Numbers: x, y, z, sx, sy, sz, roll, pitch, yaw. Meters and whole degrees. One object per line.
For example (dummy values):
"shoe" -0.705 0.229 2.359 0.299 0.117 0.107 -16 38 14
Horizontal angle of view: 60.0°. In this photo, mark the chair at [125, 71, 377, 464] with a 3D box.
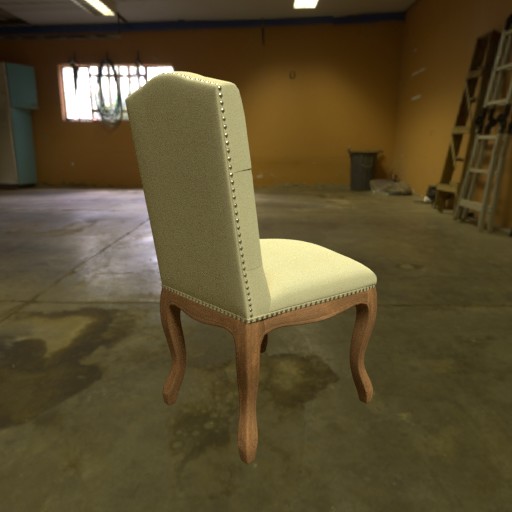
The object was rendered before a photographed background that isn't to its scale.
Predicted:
"chair" 0.000 0.000 1.582 0.715 1.165 0.623 -13 19 -42
